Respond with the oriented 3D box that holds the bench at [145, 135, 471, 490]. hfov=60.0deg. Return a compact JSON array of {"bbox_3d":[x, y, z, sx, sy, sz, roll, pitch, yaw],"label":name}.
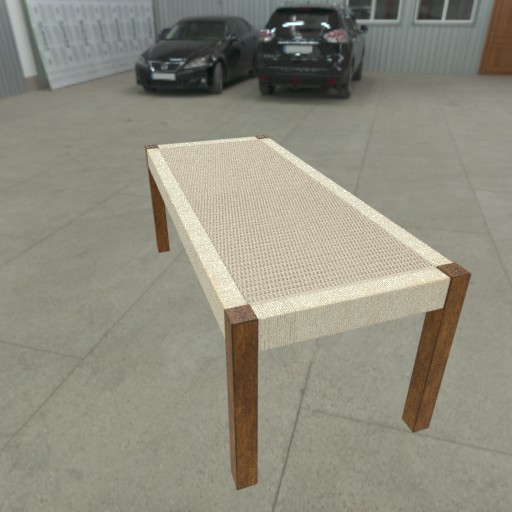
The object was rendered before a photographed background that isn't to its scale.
[{"bbox_3d":[0.000,0.000,1.428,0.507,0.457,1.198,-10,31,-17],"label":"bench"}]
